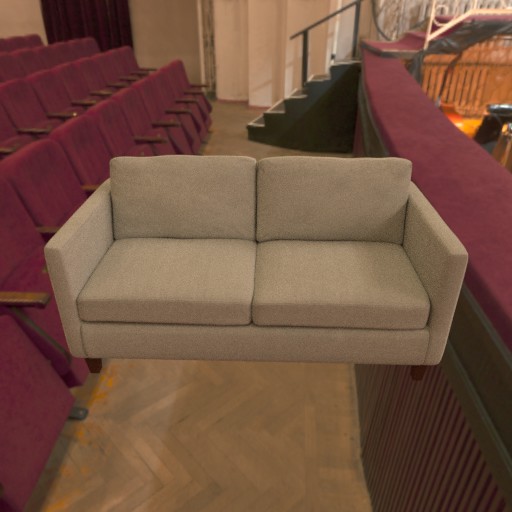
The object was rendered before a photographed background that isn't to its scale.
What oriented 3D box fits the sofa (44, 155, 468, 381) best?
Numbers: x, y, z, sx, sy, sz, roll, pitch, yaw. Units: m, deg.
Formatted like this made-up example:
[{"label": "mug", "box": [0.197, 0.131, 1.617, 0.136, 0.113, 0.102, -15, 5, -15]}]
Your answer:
[{"label": "sofa", "box": [0.000, 0.000, 2.436, 1.884, 0.963, 0.950, 1, 30, 2]}]
